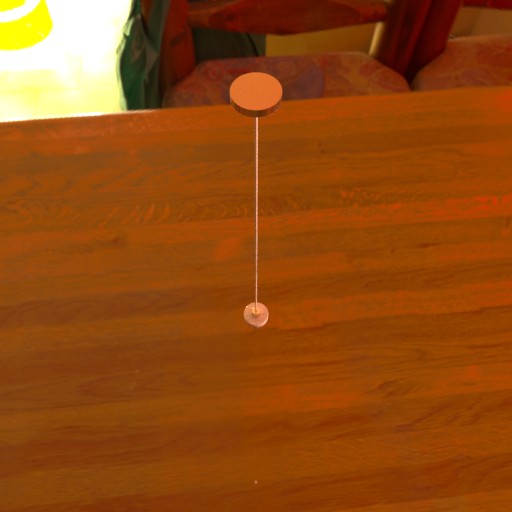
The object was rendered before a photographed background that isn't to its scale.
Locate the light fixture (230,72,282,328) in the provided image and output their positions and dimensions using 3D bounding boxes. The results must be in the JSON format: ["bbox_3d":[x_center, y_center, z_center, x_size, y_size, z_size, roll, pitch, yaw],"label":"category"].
[{"bbox_3d":[0.000,0.000,1.758,0.129,1.669,0.129,-33,68,-15],"label":"light fixture"}]
